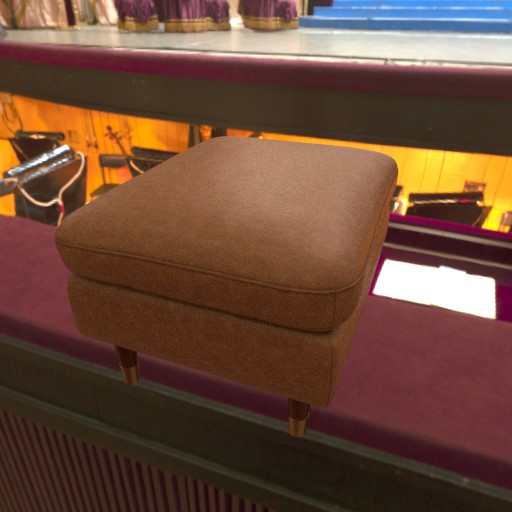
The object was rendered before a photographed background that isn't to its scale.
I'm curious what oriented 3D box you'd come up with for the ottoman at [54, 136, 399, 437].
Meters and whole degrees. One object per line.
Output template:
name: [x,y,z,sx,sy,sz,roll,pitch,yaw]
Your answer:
ottoman: [0.000,0.000,1.119,0.593,0.478,0.747,11,31,18]
